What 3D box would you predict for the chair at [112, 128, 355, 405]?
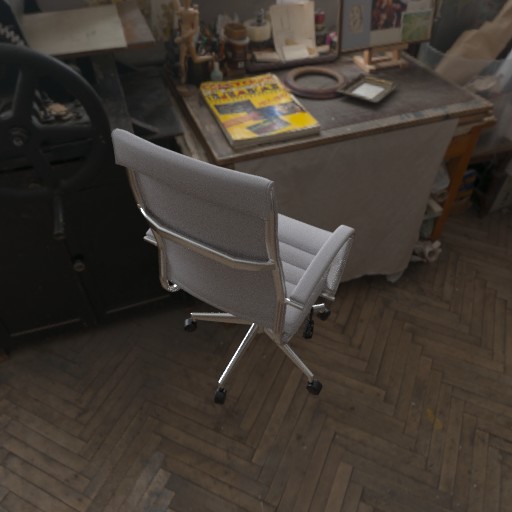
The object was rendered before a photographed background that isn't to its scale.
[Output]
[{"bbox_3d":[0.000,0.000,1.564,0.679,1.149,0.667,23,49,21],"label":"chair"}]
